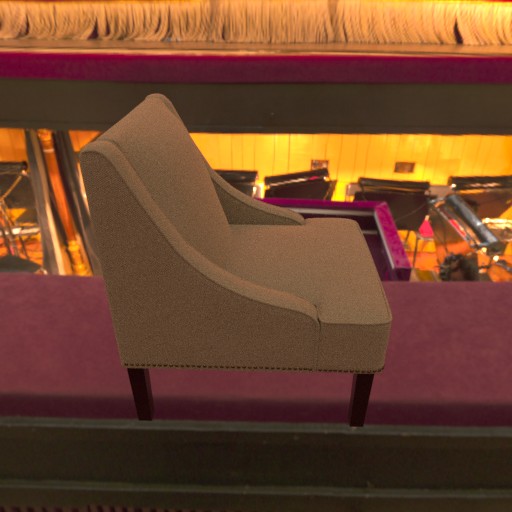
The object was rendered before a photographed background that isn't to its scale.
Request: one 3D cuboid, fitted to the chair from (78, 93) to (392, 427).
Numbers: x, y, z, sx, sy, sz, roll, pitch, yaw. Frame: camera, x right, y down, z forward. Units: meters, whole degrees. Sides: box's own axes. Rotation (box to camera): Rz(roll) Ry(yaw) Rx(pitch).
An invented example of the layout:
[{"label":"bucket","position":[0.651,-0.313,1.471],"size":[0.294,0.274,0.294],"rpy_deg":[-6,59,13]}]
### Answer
[{"label":"chair","position":[0.000,0.000,1.405],"size":[0.748,0.872,0.628],"rpy_deg":[1,31,2]}]
